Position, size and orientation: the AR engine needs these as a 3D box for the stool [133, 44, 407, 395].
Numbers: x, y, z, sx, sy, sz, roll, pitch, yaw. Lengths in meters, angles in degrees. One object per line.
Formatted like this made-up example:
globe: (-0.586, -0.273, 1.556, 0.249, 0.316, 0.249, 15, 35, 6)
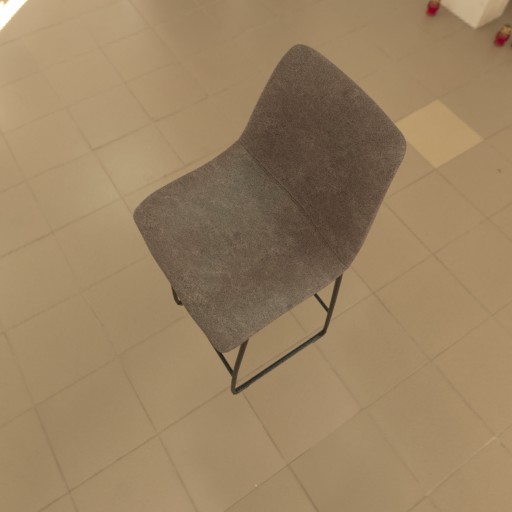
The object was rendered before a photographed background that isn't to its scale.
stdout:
stool: (0.000, 0.000, 1.391, 0.561, 1.082, 0.514, -31, 67, -15)
